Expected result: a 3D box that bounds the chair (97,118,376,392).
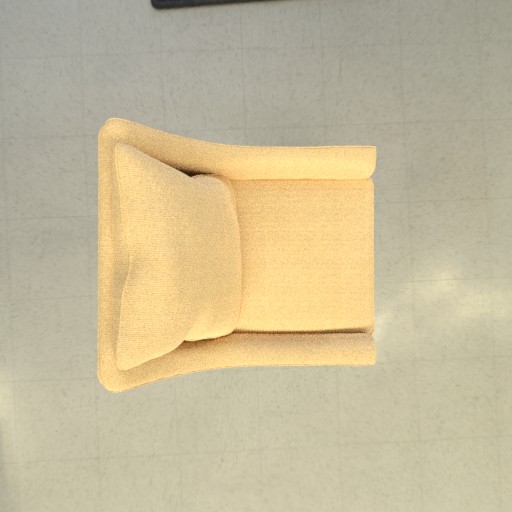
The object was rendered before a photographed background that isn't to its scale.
[{"bbox_3d":[0.000,0.000,1.567,0.876,0.927,0.760,0,89,-1],"label":"chair"}]
